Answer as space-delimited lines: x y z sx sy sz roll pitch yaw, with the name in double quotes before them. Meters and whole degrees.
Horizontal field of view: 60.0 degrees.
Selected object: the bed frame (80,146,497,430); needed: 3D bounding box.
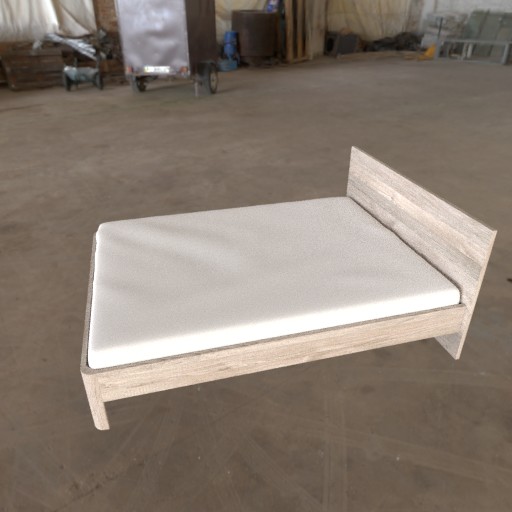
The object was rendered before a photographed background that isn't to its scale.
"bed frame" 0.000 0.000 2.687 1.950 0.800 1.490 -8 30 -13
